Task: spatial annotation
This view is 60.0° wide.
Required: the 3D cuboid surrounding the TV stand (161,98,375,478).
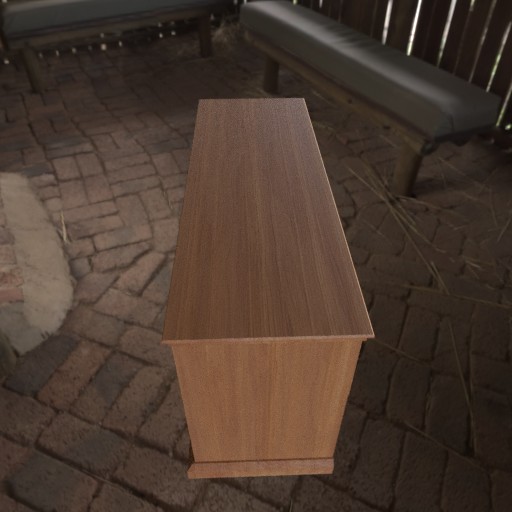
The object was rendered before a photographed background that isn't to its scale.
[{"bbox_3d":[0.000,0.000,1.488,0.417,0.607,1.181,-1,41,-2],"label":"TV stand"}]
